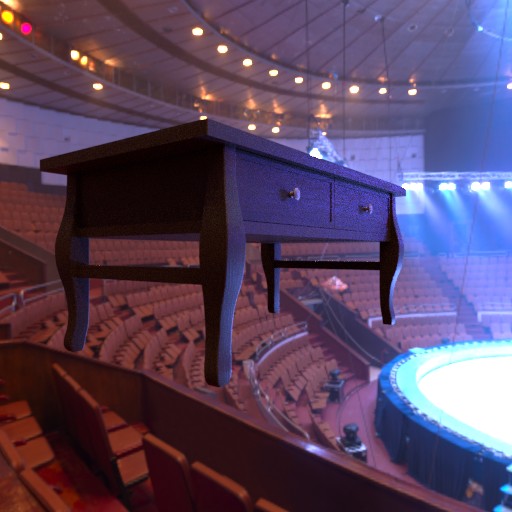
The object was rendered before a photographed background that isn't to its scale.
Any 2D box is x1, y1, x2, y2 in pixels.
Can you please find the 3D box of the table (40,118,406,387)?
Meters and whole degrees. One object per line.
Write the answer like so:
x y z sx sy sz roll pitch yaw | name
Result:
0.000 0.000 1.381 0.600 0.494 1.062 0 1 37 | table
